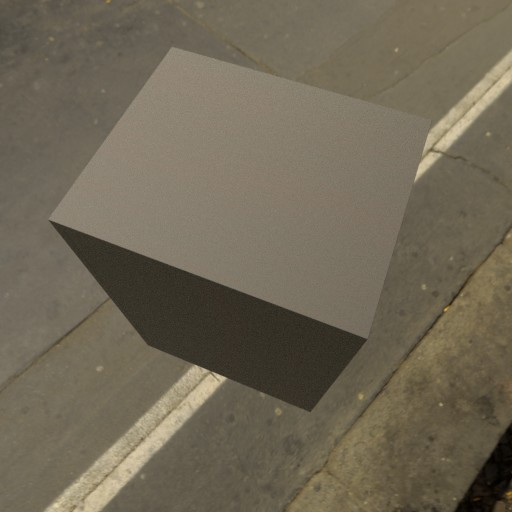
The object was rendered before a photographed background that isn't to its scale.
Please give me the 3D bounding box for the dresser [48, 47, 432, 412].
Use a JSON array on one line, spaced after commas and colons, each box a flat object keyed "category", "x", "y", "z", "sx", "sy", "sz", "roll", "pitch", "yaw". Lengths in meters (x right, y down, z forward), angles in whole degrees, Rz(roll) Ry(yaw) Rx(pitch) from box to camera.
[{"category": "dresser", "x": 0.000, "y": 0.000, "z": 0.829, "sx": 0.400, "sy": 0.560, "sz": 0.360, "roll": 20, "pitch": 65, "yaw": 10}]
